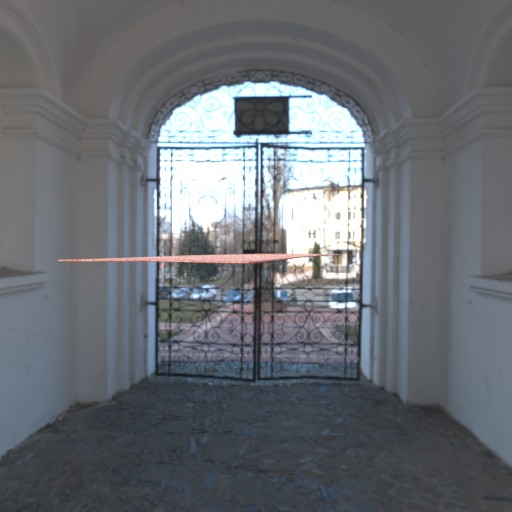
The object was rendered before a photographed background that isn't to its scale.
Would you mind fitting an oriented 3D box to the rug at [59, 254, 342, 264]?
[{"bbox_3d":[0.000,0.000,2.591,0.718,0.013,2.353,0,1,18],"label":"rug"}]
